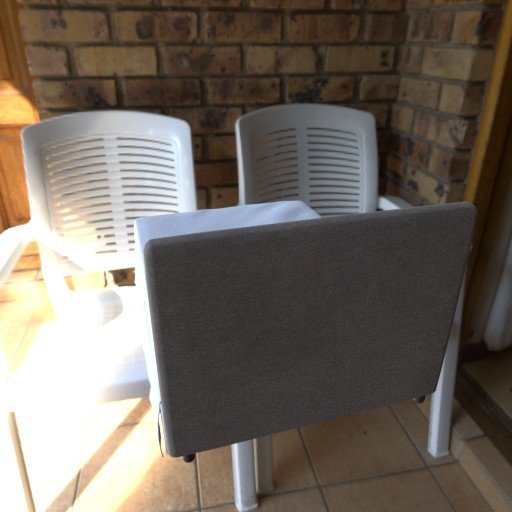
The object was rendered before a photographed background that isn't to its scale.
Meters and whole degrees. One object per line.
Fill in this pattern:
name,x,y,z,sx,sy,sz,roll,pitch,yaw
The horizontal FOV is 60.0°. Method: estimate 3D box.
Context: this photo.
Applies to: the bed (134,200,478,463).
bed,0.000,0.000,3.176,1.723,1.330,2.142,-8,27,-15
